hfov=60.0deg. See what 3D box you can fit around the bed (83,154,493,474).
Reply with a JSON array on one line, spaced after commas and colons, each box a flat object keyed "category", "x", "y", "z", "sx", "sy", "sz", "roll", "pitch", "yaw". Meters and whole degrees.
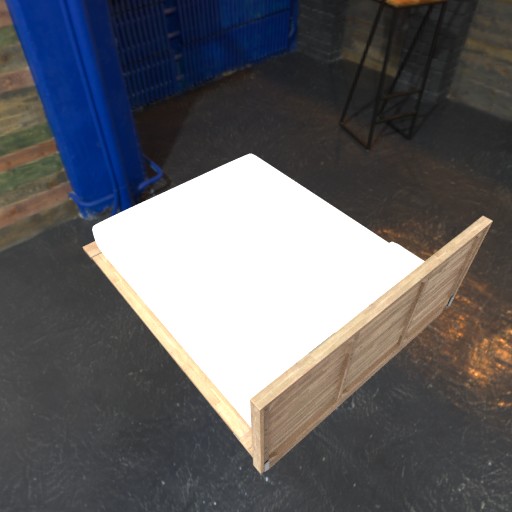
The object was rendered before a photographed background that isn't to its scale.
[{"category": "bed", "x": 0.000, "y": 0.000, "z": 3.095, "sx": 1.759, "sy": 1.071, "sz": 2.145, "roll": -31, "pitch": 53, "yaw": -27}]
